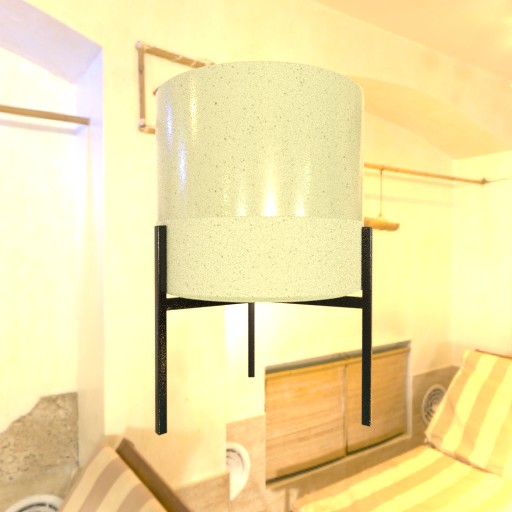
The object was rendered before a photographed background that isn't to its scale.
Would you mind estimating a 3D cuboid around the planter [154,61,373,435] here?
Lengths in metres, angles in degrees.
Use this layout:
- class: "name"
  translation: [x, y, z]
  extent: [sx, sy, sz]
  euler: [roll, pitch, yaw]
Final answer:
- class: "planter"
  translation: [0.000, 0.000, 0.332]
  extent: [0.159, 0.230, 0.152]
  euler: [-1, 1, -36]
